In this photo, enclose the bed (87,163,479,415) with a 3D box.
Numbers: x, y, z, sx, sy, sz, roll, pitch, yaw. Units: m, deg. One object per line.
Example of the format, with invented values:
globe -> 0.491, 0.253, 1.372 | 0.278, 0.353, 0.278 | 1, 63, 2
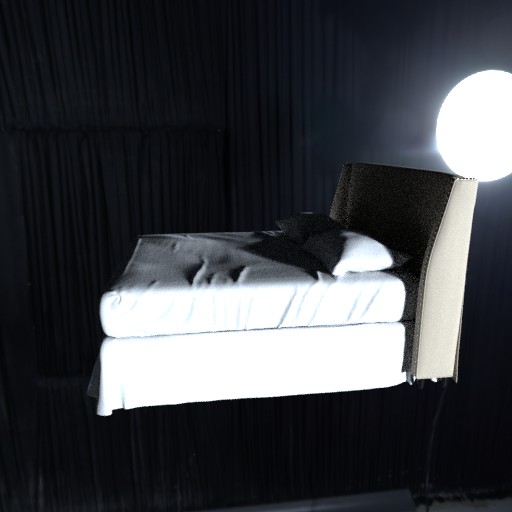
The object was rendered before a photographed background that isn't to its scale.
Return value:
bed -> 0.000, 0.000, 3.380 | 2.276, 1.332, 1.925 | -2, 14, -8
